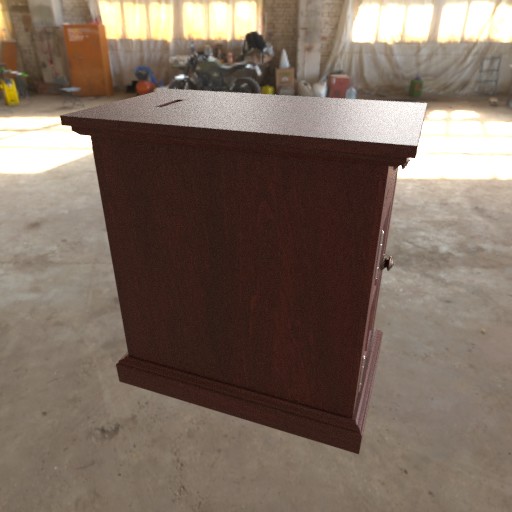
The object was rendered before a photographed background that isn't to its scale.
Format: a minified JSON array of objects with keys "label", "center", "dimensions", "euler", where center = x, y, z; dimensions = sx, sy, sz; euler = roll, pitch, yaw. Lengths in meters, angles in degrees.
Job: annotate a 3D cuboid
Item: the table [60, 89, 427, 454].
[{"label":"table","center":[0.000,0.000,0.958],"dimensions":[0.584,0.612,0.356],"euler":[10,30,18]}]
